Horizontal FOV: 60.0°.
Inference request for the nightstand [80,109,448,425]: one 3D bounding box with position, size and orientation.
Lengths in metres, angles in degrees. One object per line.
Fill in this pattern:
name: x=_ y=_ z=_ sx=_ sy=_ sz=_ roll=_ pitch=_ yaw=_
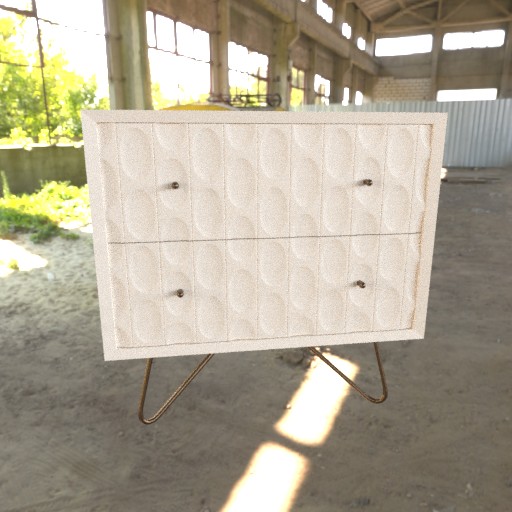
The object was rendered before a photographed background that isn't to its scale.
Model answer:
nightstand: x=0.000 y=0.000 z=1.009 sx=0.614 sy=0.604 sz=0.447 roll=-2 pitch=15 yaw=-8
